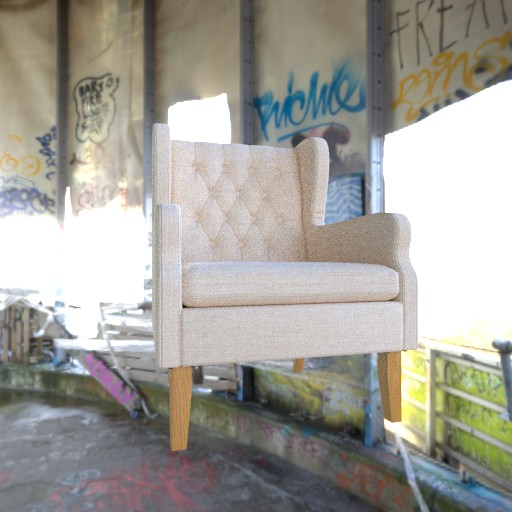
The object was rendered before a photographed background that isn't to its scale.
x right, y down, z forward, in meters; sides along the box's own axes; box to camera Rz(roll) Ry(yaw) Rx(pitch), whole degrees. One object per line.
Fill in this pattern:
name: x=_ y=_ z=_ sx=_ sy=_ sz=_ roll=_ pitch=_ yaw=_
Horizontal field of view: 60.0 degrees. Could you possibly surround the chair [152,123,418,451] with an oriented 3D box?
chair: x=0.000 y=0.000 z=1.477 sx=0.710 sy=0.930 sz=0.760 roll=0 pitch=0 yaw=-17
